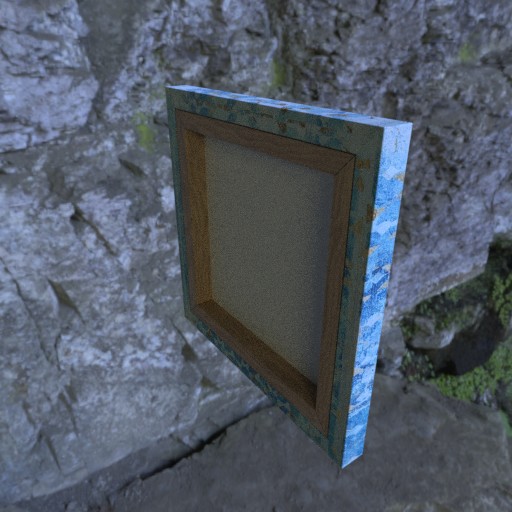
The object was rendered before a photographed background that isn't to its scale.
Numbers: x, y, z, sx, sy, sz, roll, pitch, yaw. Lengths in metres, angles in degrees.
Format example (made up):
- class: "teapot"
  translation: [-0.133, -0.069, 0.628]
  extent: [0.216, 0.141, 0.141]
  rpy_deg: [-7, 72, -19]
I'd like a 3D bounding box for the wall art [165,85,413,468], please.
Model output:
- class: "wall art"
  translation: [0.000, 0.000, 0.605]
  extent: [0.037, 0.405, 0.405]
  rpy_deg: [-18, 31, -32]
